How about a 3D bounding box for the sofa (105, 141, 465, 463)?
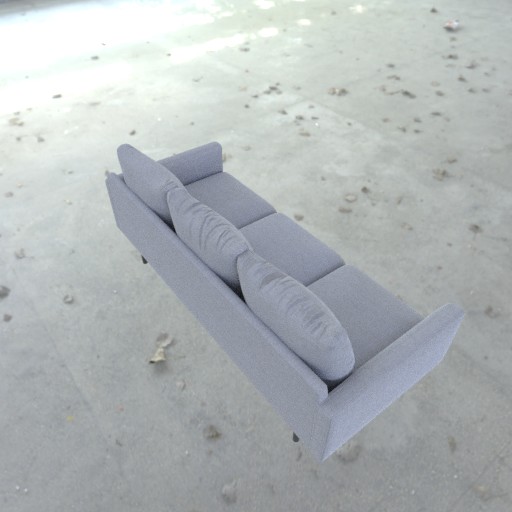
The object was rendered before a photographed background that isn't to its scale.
[{"bbox_3d":[0.000,0.000,2.450,0.850,0.830,2.000,-27,48,-27],"label":"sofa"}]
